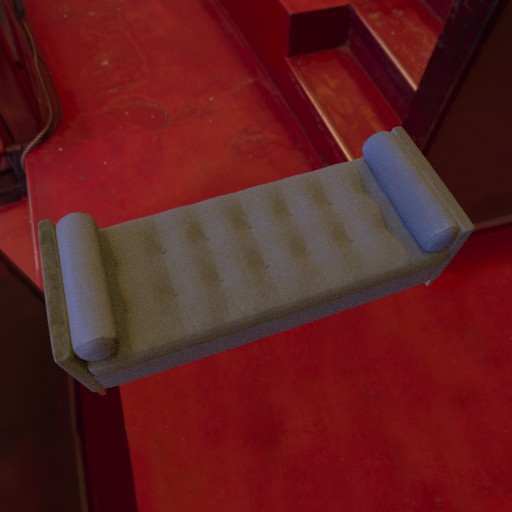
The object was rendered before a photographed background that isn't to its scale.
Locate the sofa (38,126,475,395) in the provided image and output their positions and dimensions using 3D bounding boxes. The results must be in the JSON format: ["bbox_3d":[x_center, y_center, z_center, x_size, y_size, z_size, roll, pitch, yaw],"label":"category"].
[{"bbox_3d":[0.000,0.000,2.481,2.102,0.705,0.796,-17,61,-10],"label":"sofa"}]
